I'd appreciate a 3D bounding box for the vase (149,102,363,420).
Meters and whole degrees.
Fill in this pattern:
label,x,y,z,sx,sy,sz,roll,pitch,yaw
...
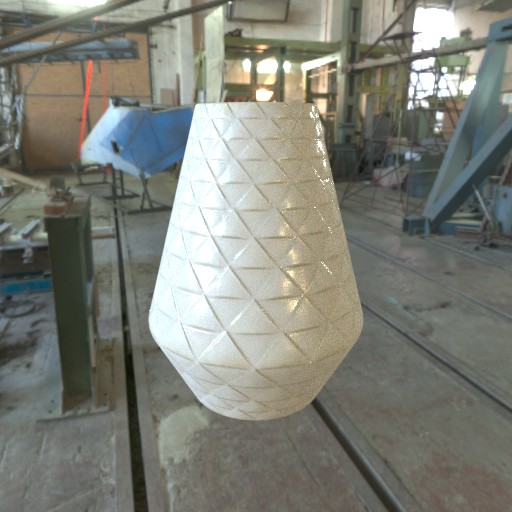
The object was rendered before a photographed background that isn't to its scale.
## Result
label,x,y,z,sx,sy,sz,roll,pitch,yaw
vase,0.000,0.000,0.356,0.175,0.230,0.175,0,17,0
